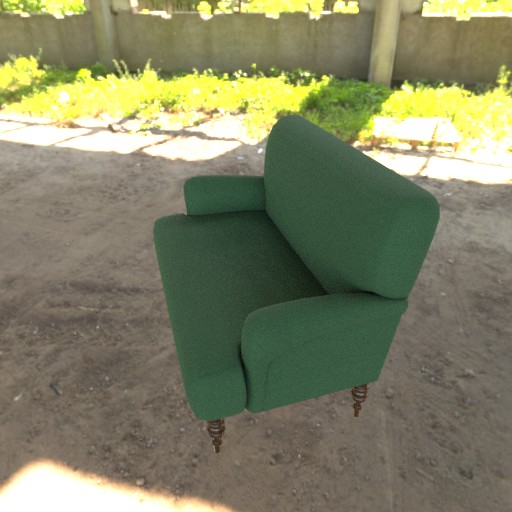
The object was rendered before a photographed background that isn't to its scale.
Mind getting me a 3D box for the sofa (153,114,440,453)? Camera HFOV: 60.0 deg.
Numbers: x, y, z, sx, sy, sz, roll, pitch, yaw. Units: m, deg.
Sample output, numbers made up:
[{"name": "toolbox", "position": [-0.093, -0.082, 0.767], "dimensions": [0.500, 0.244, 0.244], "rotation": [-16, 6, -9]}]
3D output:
[{"name": "sofa", "position": [0.000, 0.000, 1.858], "dimensions": [0.779, 0.889, 1.297], "rotation": [-8, 31, -14]}]
